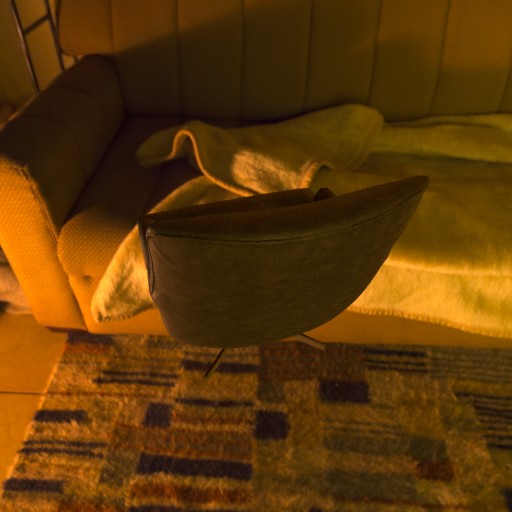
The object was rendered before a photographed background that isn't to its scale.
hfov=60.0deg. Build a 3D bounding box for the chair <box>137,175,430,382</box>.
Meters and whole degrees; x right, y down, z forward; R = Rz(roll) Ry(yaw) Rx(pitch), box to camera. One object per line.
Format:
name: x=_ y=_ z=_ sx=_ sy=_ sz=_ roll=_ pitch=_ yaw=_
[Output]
chair: x=0.000 y=0.000 z=1.504 sx=0.738 sy=0.870 sz=0.874 roll=-11 pitch=42 yaw=-13
